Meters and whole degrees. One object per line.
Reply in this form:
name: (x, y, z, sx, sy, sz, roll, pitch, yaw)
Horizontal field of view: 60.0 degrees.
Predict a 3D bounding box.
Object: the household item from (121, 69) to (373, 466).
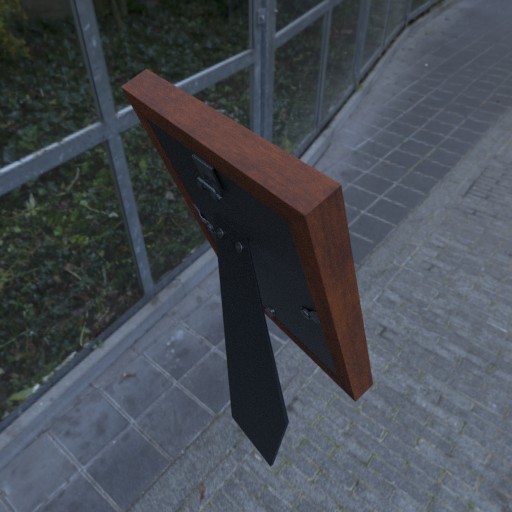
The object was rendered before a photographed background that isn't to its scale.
household item: (0.000, 0.000, 0.290, 0.096, 0.204, 0.160, -27, 48, -27)
